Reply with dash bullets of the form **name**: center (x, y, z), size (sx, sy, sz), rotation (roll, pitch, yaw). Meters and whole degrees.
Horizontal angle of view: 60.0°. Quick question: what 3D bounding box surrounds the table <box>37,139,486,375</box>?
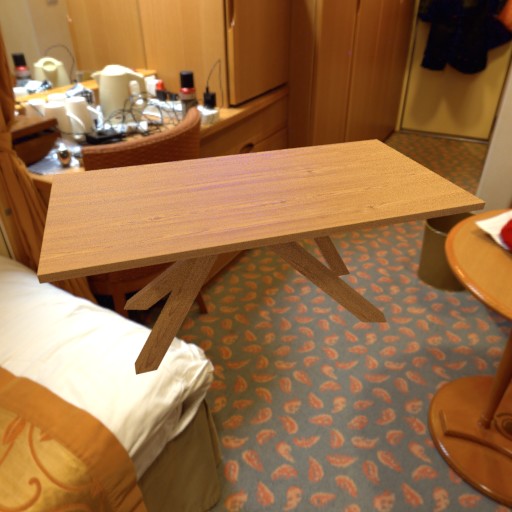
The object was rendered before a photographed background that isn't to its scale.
- **table**: center (0.000, 0.000, 2.247), size (1.797, 0.750, 0.901), rotation (-10, 34, -15)
